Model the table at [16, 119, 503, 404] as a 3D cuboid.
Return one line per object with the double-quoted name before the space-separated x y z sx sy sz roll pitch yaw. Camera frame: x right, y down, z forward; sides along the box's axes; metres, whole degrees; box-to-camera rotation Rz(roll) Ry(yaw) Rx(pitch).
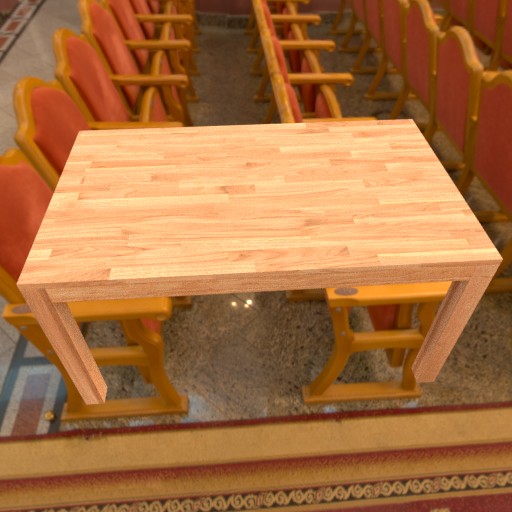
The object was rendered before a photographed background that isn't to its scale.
"table" 0.000 0.000 1.951 1.500 0.770 0.900 -3 45 -3
